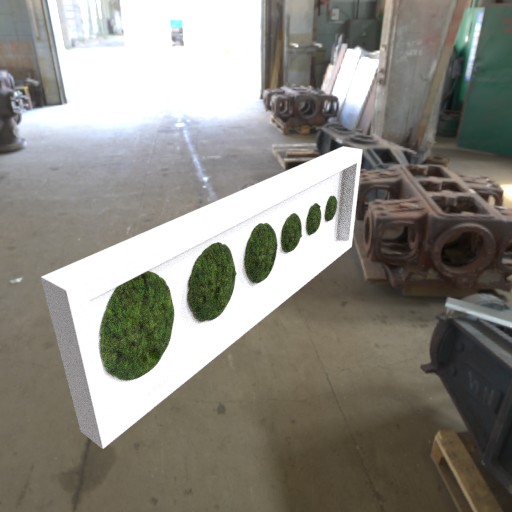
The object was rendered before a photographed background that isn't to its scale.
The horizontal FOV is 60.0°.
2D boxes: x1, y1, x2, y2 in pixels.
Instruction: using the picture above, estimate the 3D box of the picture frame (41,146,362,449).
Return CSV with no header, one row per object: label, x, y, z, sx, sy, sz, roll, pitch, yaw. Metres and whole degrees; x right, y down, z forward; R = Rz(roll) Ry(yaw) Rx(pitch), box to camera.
picture frame,0.000,0.000,0.820,0.050,0.250,0.759,19,33,32
